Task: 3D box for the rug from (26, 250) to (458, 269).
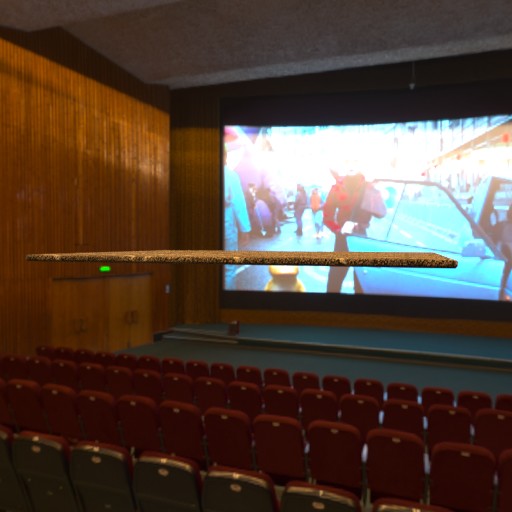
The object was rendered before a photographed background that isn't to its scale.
[{"bbox_3d":[0.000,0.000,2.269,1.778,0.030,1.219,1,2,19],"label":"rug"}]
